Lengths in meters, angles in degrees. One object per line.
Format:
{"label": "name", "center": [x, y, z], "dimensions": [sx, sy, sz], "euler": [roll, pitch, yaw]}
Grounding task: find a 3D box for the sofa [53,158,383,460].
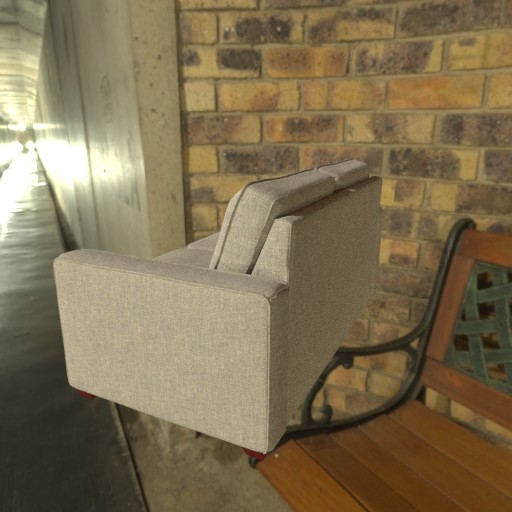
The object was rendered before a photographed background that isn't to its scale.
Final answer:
{"label": "sofa", "center": [0.000, 0.000, 2.249], "dimensions": [0.945, 0.915, 1.706], "euler": [8, 18, 25]}
